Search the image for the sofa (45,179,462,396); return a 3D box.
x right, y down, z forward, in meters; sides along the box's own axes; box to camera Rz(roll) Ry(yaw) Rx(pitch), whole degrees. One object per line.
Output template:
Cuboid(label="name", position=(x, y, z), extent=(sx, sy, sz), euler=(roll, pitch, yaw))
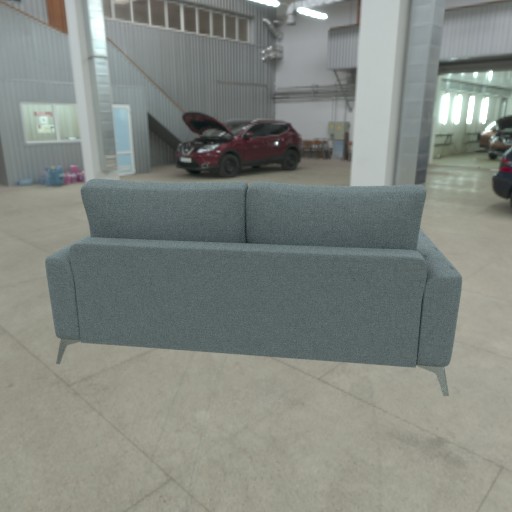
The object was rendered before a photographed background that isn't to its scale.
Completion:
Cuboid(label="sofa", position=(0.000, 0.000, 2.130), extent=(1.650, 0.790, 0.920), euler=(2, 17, 8))
